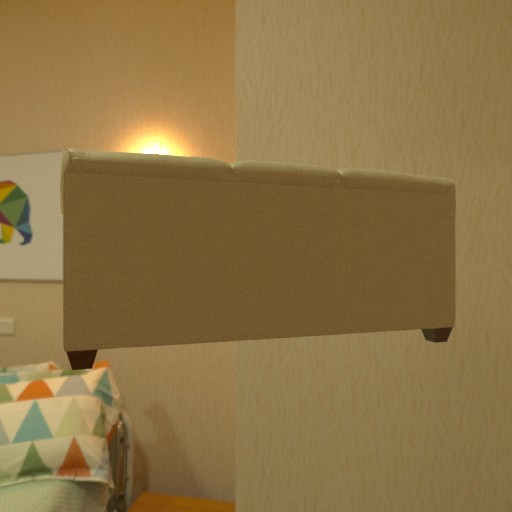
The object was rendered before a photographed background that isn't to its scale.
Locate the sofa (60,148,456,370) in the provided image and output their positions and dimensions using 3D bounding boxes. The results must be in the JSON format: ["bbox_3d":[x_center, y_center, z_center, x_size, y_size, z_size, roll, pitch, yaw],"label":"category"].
[{"bbox_3d":[0.000,0.000,2.580,2.024,0.958,0.997,0,0,-19],"label":"sofa"}]
